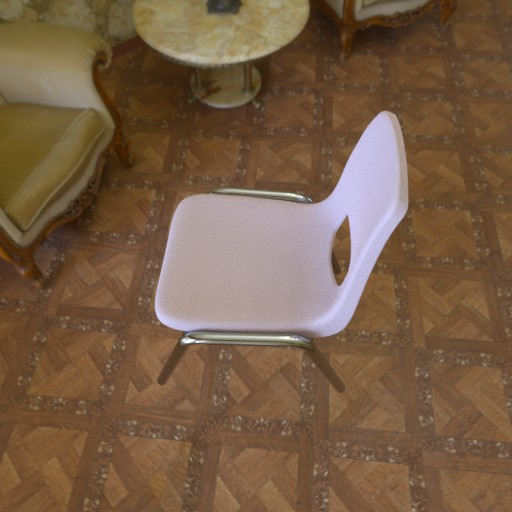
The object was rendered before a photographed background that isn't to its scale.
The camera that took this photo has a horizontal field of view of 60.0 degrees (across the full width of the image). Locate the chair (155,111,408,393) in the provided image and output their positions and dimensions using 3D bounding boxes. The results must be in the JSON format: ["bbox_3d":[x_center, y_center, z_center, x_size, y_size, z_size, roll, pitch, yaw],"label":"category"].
[{"bbox_3d":[0.000,0.000,0.844,0.423,0.586,0.354,4,57,2],"label":"chair"}]
